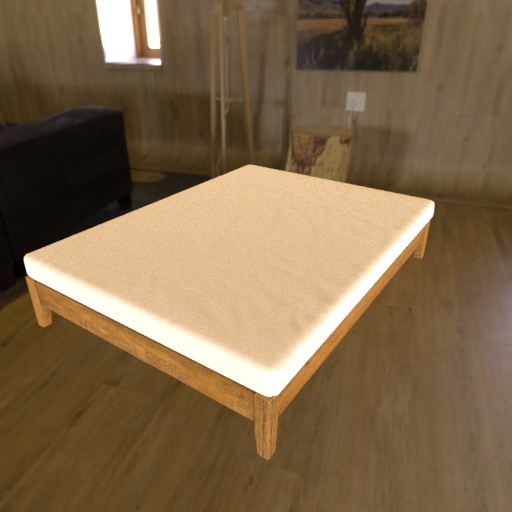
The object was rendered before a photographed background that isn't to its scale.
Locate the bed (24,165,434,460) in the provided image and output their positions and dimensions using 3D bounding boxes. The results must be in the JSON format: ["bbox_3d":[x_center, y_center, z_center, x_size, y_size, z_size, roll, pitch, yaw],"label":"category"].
[{"bbox_3d":[0.000,0.000,2.693,1.536,0.431,2.016,18,33,30],"label":"bed"}]
